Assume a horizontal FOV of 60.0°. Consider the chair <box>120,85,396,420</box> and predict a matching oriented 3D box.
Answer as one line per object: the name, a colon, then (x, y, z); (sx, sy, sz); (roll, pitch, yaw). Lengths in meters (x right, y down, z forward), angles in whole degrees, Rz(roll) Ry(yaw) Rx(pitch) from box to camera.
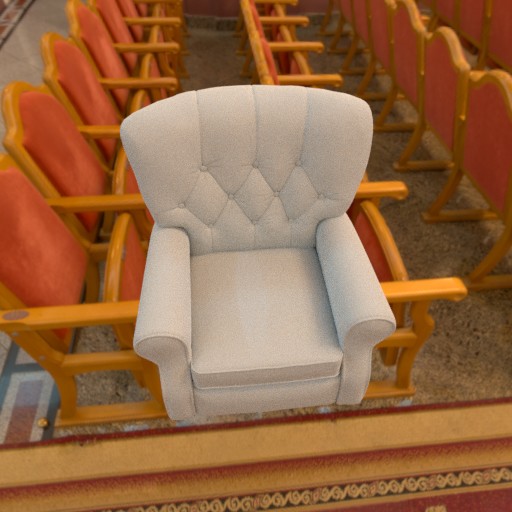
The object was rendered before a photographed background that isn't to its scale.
chair: (0.000, 0.000, 2.060); (1.090, 1.217, 1.128); (-4, 45, -4)
